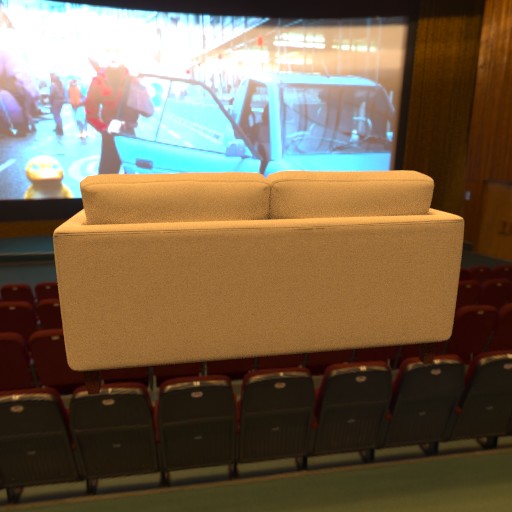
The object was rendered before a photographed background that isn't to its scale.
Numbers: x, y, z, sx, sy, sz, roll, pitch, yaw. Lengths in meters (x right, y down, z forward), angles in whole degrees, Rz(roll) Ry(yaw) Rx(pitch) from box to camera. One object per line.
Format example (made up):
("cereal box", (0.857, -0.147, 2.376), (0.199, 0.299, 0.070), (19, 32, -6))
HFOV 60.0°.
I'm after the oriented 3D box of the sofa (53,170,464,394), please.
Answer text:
("sofa", (0.000, 0.000, 2.265), (1.702, 0.888, 0.964), (-2, 15, -10))
